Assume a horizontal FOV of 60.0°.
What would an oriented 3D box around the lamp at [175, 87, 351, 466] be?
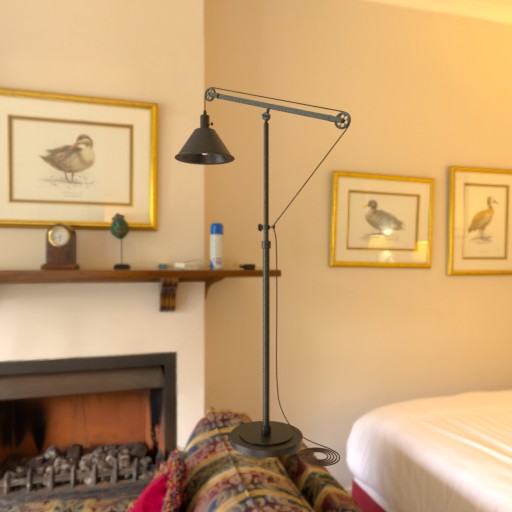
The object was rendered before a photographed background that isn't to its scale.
[{"bbox_3d":[0.000,0.000,1.978,0.904,1.626,0.319,0,0,36],"label":"lamp"}]
